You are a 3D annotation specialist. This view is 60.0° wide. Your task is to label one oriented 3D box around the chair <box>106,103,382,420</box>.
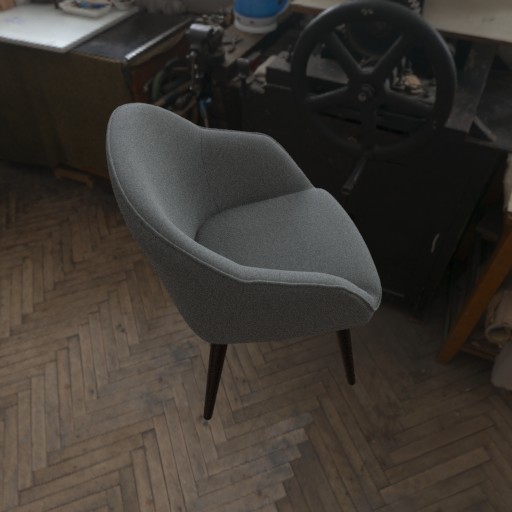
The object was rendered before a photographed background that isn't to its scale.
[{"bbox_3d":[0.000,0.000,1.206,0.611,0.810,0.589,-10,48,-10],"label":"chair"}]
